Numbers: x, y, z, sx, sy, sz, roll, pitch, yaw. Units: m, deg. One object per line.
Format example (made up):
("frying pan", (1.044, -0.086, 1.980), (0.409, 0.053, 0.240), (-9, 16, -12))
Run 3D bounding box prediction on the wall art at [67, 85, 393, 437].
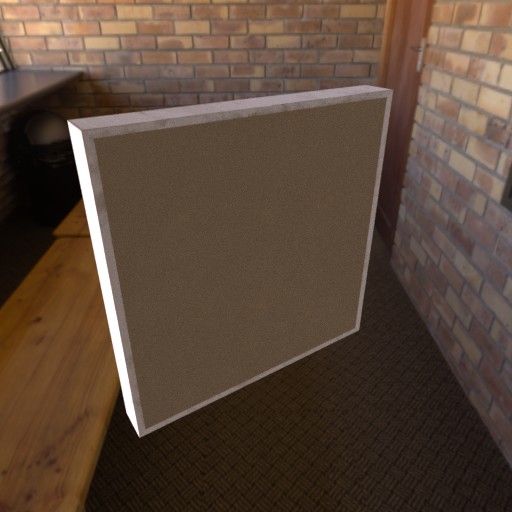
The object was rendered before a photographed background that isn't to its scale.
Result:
("wall art", (0.000, 0.000, 0.456), (0.305, 0.303, 0.038), (-18, 34, -29))
